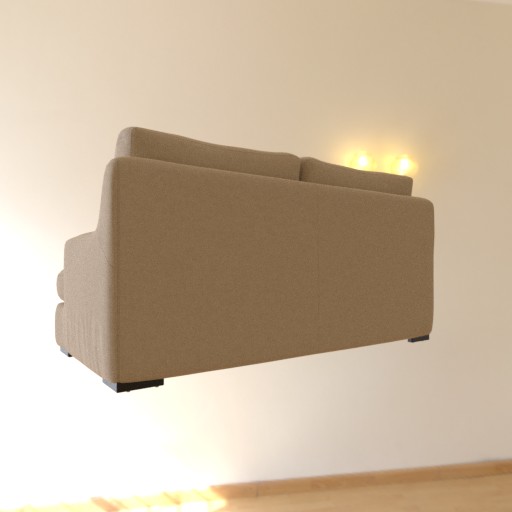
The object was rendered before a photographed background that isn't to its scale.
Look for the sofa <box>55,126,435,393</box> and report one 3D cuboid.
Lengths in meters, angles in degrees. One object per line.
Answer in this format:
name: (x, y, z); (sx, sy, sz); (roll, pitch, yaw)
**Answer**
sofa: (0.000, 0.000, 2.400); (1.885, 0.967, 0.962); (1, -1, -35)
